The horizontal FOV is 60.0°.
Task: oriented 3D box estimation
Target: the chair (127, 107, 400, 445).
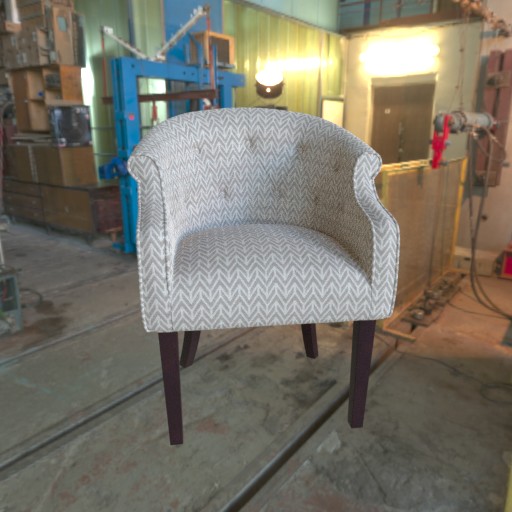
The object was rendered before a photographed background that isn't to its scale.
[{"bbox_3d":[0.000,0.000,1.319,0.686,0.858,0.613,-2,16,-8],"label":"chair"}]
